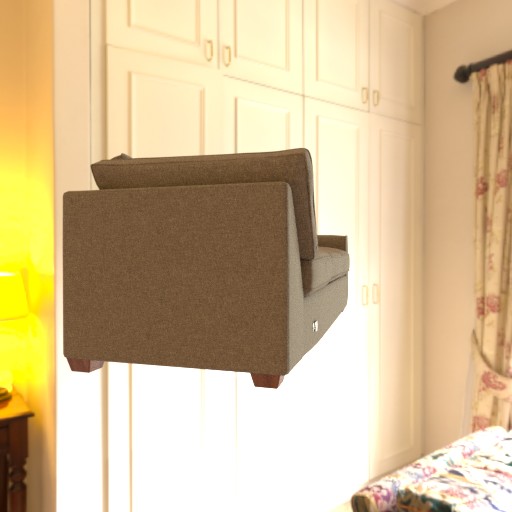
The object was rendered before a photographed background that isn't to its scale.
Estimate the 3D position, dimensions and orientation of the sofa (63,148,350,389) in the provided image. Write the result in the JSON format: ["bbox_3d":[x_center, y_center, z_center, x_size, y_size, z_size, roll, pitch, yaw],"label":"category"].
[{"bbox_3d":[0.000,0.000,2.831,1.061,0.962,2.317,0,1,17],"label":"sofa"}]
